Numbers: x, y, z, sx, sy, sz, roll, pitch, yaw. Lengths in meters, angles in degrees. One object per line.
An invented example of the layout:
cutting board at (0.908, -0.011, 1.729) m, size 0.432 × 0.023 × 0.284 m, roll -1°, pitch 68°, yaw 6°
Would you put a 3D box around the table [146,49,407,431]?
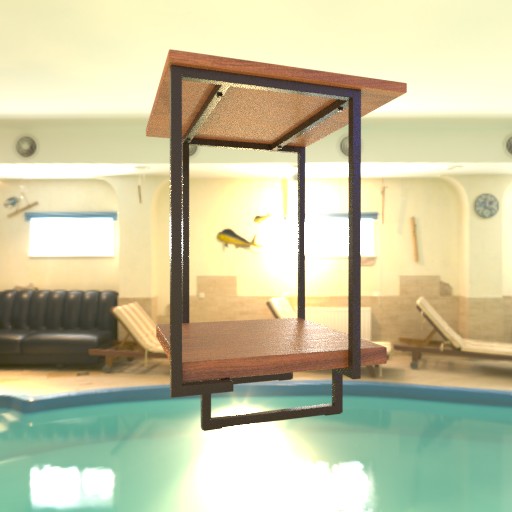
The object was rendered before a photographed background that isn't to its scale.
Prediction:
table at (0.000, 0.000, 0.859) m, size 0.384 × 0.567 × 0.411 m, roll 0°, pitch 0°, yaw -18°
